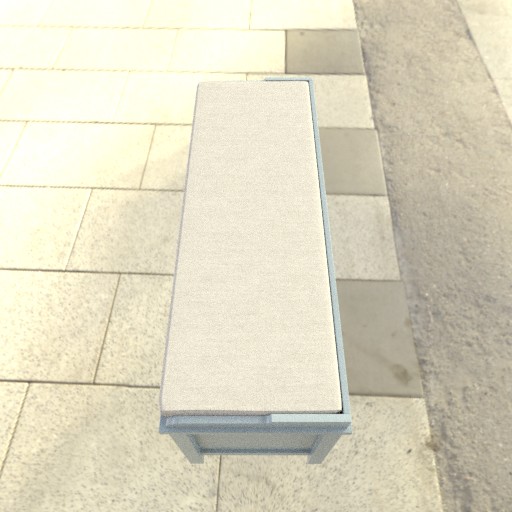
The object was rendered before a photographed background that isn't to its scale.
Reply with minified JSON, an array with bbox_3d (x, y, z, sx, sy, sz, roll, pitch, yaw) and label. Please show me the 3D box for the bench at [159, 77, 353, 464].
[{"bbox_3d":[0.000,0.000,1.393,0.398,0.501,1.140,0,56,0],"label":"bench"}]
